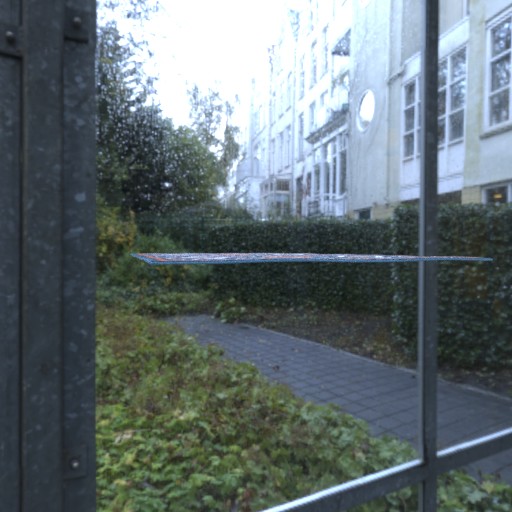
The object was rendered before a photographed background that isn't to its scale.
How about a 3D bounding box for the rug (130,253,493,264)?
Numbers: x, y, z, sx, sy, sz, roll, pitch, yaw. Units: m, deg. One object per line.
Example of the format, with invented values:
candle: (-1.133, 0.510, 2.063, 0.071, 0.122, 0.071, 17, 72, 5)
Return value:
rug: (0.000, 0.000, 2.266, 1.195, 0.014, 1.847, 0, 1, -18)
